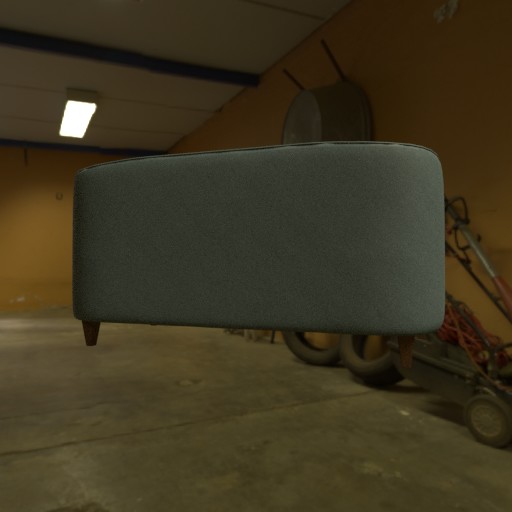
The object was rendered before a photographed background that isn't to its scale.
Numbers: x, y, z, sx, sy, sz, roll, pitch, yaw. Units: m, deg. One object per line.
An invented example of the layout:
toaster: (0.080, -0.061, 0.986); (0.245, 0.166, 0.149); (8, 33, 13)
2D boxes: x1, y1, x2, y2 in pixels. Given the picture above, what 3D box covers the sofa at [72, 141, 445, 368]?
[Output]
sofa: (0.000, 0.000, 2.229); (1.733, 0.855, 0.941); (0, -1, 18)
